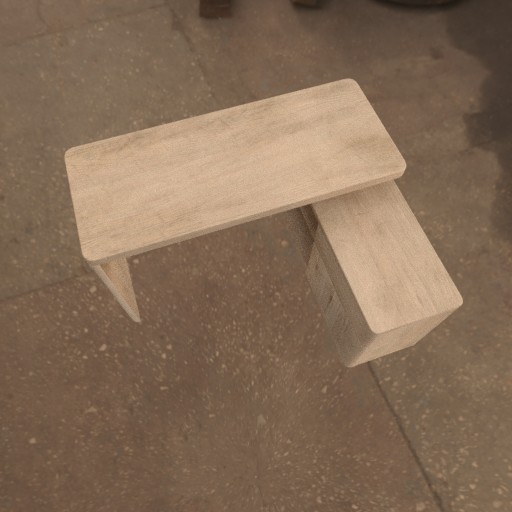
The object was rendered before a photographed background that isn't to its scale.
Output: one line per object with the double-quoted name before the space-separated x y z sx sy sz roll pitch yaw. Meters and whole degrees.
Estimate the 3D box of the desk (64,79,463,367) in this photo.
"desk" 0.000 0.000 2.148 1.400 0.770 1.175 -17 65 -8
